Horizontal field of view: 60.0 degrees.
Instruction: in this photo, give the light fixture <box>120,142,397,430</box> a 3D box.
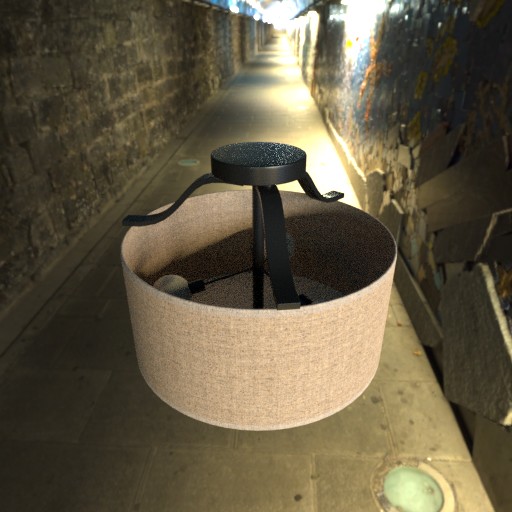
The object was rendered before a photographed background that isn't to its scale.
[{"bbox_3d":[0.000,0.000,0.652,0.390,0.306,0.390,0,28,0],"label":"light fixture"}]
